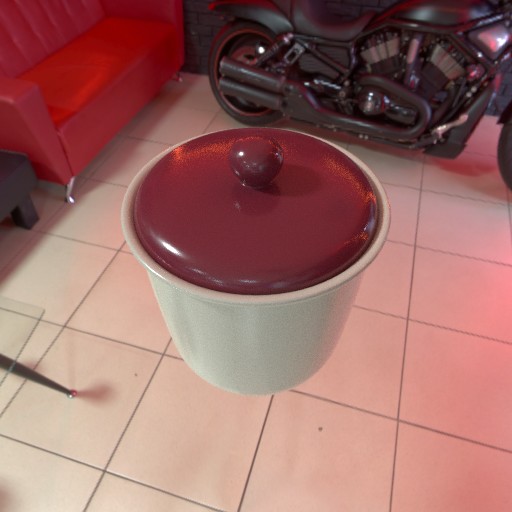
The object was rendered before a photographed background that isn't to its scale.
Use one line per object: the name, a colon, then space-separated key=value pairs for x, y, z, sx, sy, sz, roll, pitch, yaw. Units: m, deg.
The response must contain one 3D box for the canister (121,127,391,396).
canister: x=0.000 y=0.000 z=0.346 sx=0.182 sy=0.208 sz=0.182 roll=0 pitch=47 yaw=0
